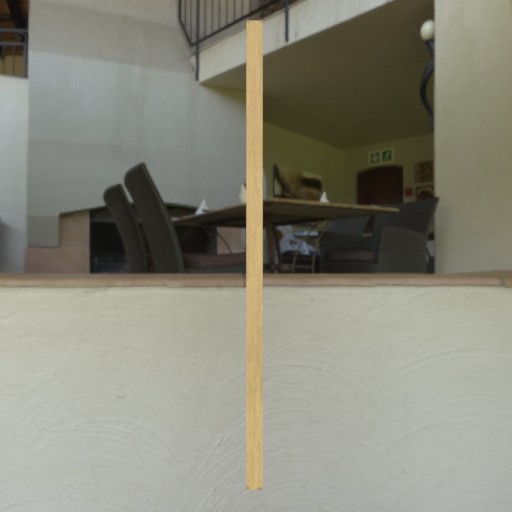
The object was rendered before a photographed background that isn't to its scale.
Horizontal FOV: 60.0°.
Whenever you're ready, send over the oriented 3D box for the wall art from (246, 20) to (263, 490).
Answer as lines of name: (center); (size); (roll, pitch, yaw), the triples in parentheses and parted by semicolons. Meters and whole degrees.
wall art: (0.000, 0.000, 0.759); (0.020, 0.561, 0.460); (0, -1, 0)
